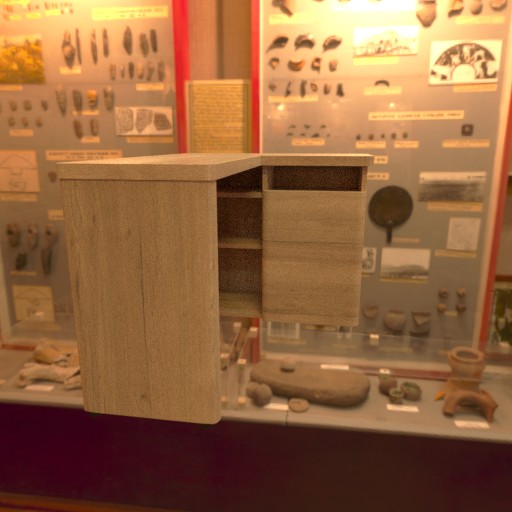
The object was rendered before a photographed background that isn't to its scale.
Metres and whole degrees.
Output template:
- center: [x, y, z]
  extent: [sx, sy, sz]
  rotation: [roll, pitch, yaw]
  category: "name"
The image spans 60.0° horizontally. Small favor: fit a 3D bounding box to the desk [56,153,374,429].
- center: [0.000, 0.000, 1.746]
  extent: [0.900, 0.760, 1.169]
  rotation: [2, 15, 9]
  category: "desk"
